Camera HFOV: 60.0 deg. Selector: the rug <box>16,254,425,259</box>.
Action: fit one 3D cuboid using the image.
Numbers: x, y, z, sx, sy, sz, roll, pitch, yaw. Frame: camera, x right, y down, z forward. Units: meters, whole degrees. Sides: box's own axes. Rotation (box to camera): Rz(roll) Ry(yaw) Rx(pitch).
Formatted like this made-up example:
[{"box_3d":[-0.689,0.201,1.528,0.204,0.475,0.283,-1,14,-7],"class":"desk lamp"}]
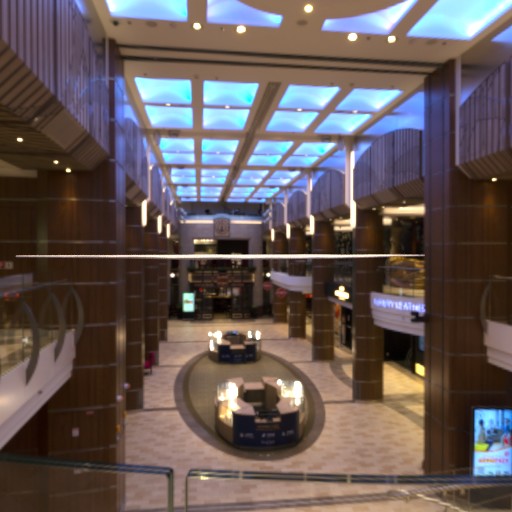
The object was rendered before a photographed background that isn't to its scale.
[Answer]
[{"box_3d":[0.000,0.000,2.994,1.527,0.016,2.442,0,0,37],"class":"rug"}]
